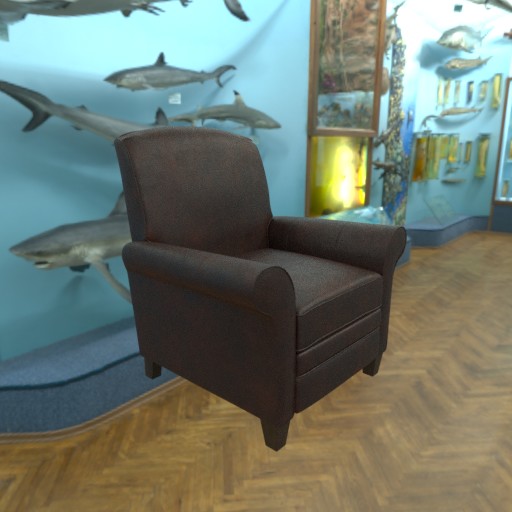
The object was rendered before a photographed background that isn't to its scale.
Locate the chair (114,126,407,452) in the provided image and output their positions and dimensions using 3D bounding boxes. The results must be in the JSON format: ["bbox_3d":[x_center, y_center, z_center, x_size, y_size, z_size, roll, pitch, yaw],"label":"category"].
[{"bbox_3d":[0.000,0.000,1.850,0.902,1.061,0.978,12,19,41],"label":"chair"}]
